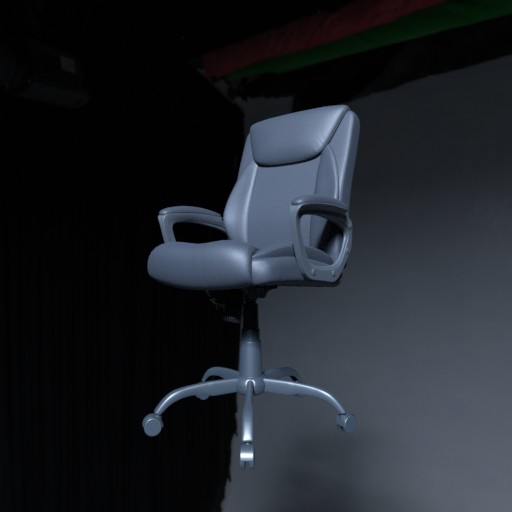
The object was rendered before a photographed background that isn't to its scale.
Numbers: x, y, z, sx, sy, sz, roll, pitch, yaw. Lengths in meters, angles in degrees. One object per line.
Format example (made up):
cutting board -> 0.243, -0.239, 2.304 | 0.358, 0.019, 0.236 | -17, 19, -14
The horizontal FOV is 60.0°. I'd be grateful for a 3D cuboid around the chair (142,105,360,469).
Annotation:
chair -> 0.000, 0.000, 1.455 | 0.615, 1.072, 0.655 | 0, 0, 36
